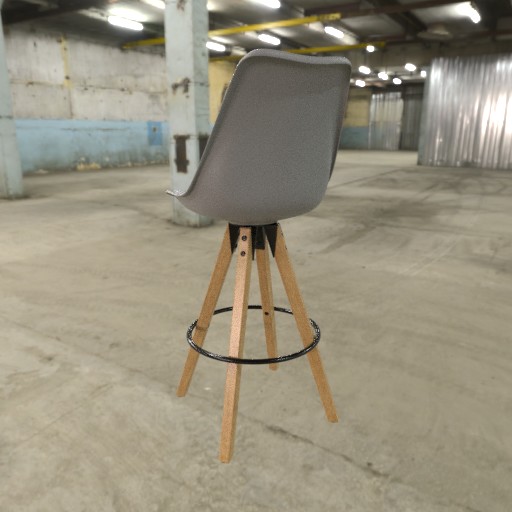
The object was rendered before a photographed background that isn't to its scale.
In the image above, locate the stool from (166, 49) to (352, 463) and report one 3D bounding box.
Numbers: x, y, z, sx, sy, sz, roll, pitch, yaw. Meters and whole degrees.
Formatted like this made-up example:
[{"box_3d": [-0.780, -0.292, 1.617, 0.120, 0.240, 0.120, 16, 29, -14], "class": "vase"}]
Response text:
[{"box_3d": [0.000, 0.000, 1.410, 0.485, 1.115, 0.550, -8, 17, -28], "class": "stool"}]
